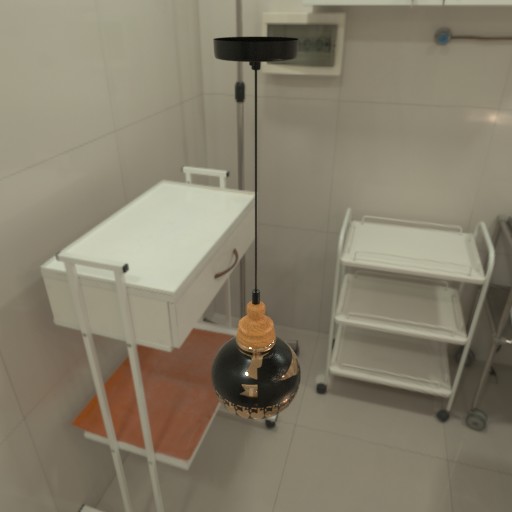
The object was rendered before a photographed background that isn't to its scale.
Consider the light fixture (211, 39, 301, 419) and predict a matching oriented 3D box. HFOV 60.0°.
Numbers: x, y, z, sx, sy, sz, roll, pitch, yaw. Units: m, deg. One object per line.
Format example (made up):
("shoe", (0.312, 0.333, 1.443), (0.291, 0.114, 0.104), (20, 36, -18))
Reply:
("light fixture", (0.000, 0.000, 1.823), (0.430, 1.606, 0.430), (8, 30, 14))
